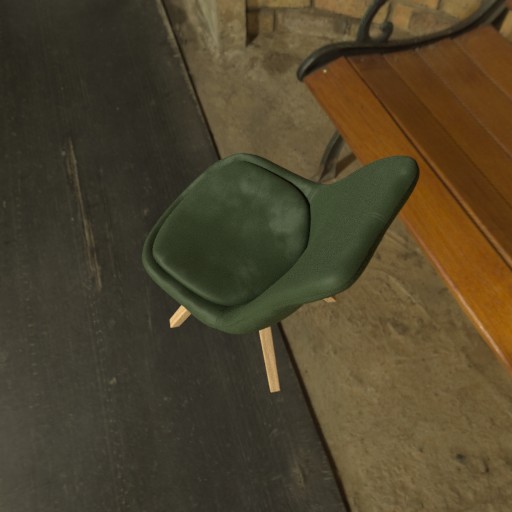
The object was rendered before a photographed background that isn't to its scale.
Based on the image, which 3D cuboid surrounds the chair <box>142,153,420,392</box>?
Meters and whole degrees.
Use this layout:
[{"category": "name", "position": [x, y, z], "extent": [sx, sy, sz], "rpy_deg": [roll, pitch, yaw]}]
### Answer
[{"category": "chair", "position": [0.000, 0.000, 1.188], "extent": [0.547, 0.865, 0.483], "rpy_deg": [31, 68, 14]}]
